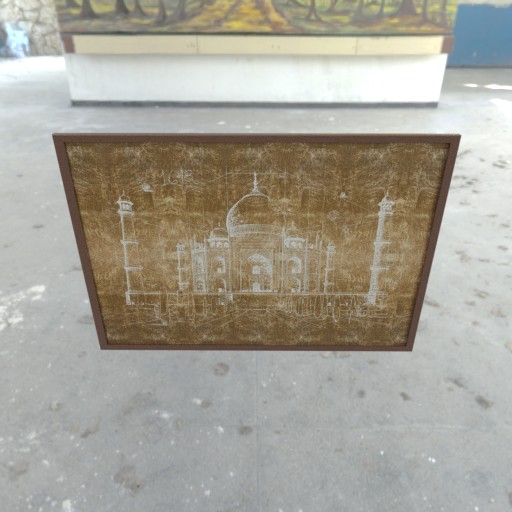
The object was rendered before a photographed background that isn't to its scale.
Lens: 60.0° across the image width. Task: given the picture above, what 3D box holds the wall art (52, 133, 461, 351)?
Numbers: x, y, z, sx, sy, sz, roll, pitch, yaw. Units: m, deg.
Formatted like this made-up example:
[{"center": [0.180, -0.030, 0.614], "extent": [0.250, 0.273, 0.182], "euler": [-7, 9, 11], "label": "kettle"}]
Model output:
[{"center": [0.000, 0.000, 0.831], "extent": [0.660, 0.455, 0.014], "euler": [0, 30, 0], "label": "wall art"}]
